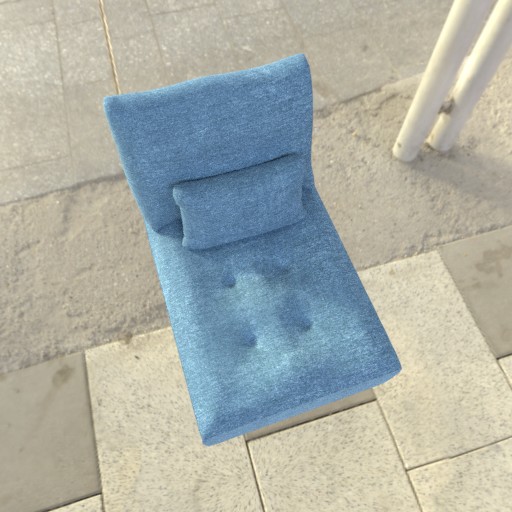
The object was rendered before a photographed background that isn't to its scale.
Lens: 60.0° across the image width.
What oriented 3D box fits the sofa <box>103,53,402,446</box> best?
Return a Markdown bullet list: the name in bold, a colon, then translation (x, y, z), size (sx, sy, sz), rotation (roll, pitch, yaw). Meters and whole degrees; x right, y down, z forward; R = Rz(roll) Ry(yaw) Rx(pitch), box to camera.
- **sofa**: translation (0.000, 0.000, 1.530), size (0.700, 0.820, 1.000), rotation (-17, 64, -8)
